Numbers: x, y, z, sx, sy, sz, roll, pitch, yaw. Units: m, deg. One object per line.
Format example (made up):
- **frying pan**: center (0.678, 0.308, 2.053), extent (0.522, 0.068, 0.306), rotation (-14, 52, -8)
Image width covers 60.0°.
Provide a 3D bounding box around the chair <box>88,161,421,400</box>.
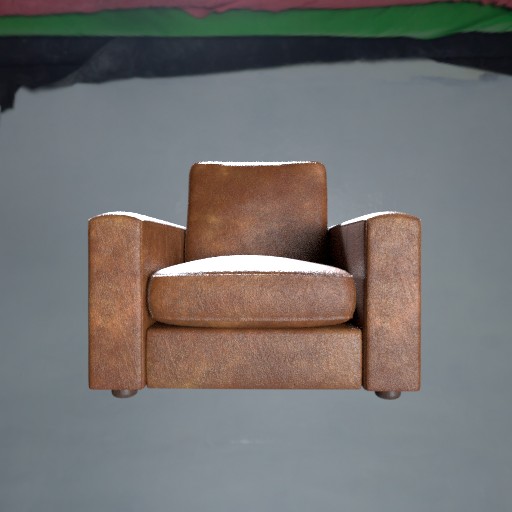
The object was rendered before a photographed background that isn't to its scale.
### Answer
- **chair**: center (0.000, 0.000, 1.782), extent (1.005, 0.873, 1.016), rotation (0, 1, 1)
